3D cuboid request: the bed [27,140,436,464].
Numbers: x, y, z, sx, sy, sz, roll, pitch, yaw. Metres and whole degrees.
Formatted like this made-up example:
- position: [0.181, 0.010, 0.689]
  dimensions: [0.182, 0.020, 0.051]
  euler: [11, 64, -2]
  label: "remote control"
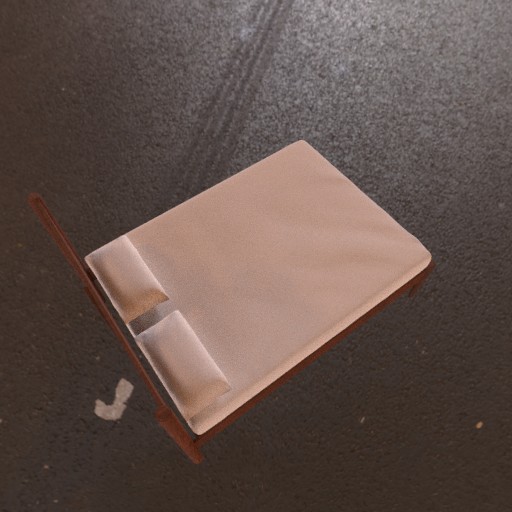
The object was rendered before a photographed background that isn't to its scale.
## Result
- position: [0.000, 0.000, 3.023]
  dimensions: [2.093, 1.304, 1.509]
  euler: [-32, 63, -18]
  label: "bed"
